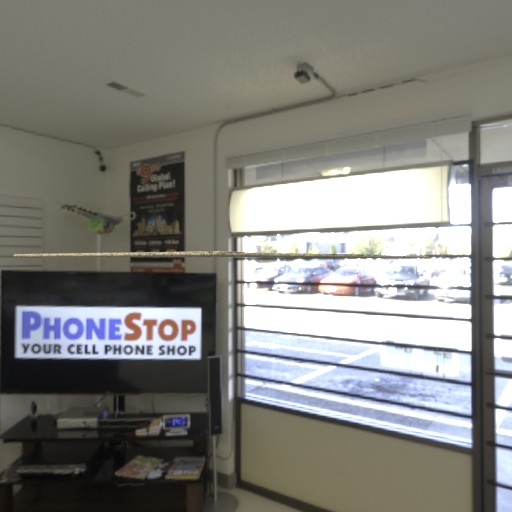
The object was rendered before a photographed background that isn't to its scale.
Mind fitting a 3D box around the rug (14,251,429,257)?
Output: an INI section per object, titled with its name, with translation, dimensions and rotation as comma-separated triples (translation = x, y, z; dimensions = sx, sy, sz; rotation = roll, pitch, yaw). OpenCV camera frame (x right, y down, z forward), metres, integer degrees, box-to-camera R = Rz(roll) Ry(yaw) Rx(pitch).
[rug]
translation = 0.000, 0.000, 2.966
dimensions = 1.530, 0.012, 2.444
rotation = 0, 0, 38
